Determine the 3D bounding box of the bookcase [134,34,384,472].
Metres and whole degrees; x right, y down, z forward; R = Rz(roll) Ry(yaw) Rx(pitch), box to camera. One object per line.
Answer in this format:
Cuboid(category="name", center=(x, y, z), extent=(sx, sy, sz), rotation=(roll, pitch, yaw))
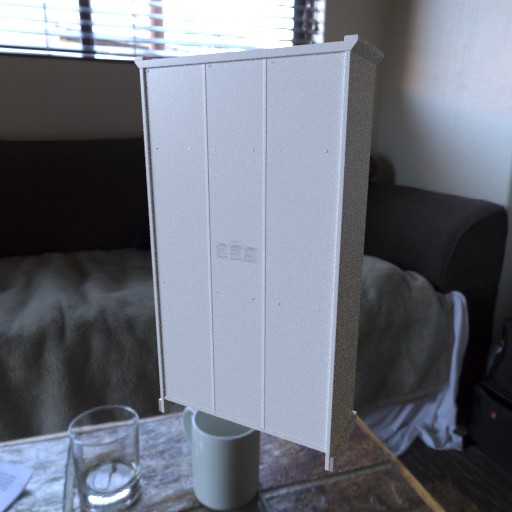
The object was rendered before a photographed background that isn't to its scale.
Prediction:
Cuboid(category="bookcase", center=(0.000, 0.000, 2.250), extent=(1.050, 1.880, 0.432), rotation=(8, 17, 26))
